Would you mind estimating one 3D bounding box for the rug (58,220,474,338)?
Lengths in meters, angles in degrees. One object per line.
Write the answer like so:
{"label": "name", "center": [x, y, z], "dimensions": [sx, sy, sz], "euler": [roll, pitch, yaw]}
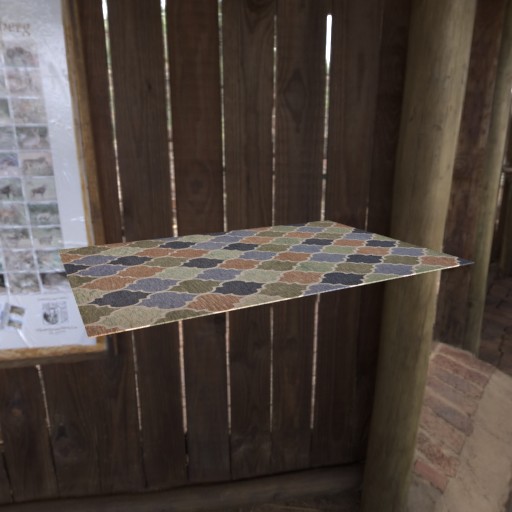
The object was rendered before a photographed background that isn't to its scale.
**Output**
{"label": "rug", "center": [0.000, 0.000, 2.913], "dimensions": [2.284, 0.006, 1.521], "euler": [-8, 18, -26]}
